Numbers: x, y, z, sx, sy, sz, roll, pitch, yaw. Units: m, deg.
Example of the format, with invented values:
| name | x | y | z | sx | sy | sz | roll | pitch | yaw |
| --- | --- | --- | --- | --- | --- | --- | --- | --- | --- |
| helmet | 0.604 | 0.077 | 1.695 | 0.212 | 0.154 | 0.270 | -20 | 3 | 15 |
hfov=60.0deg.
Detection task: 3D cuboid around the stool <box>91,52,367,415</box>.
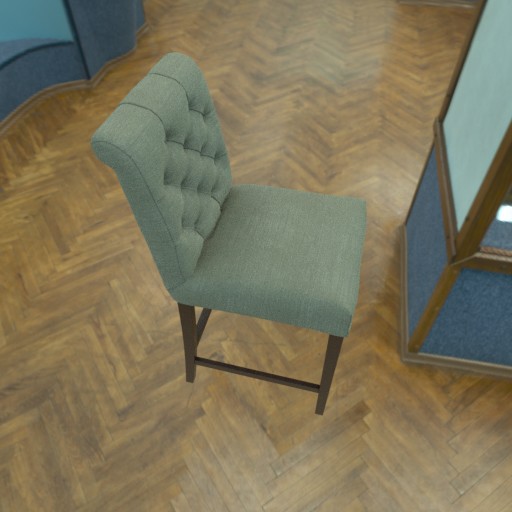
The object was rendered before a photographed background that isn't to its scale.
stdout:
| name | x | y | z | sx | sy | sz | roll | pitch | yaw |
| --- | --- | --- | --- | --- | --- | --- | --- | --- | --- |
| stool | 0.000 | 0.000 | 1.440 | 0.660 | 1.084 | 0.486 | 11 | 48 | 10 |
